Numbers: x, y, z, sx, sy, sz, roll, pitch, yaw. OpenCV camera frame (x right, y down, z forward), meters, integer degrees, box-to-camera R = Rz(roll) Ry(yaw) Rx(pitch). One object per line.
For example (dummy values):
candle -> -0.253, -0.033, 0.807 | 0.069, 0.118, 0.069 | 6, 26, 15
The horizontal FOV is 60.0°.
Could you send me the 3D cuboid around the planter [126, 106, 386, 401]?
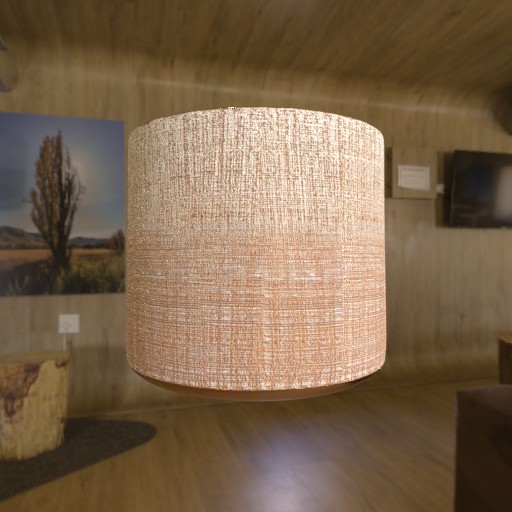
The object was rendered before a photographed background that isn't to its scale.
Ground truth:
planter -> 0.000, 0.000, 0.315 | 0.177, 0.157, 0.177 | 0, 0, 0
